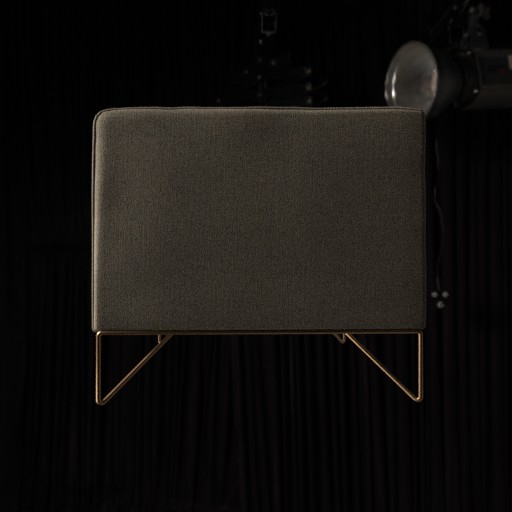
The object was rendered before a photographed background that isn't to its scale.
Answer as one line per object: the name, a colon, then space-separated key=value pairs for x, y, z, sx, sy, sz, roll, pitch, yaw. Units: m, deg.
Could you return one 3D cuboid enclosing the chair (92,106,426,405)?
chair: x=0.000 y=0.000 z=1.623 sx=0.912 sy=0.799 sz=0.920 roll=0 pitch=-1 yaw=-2
